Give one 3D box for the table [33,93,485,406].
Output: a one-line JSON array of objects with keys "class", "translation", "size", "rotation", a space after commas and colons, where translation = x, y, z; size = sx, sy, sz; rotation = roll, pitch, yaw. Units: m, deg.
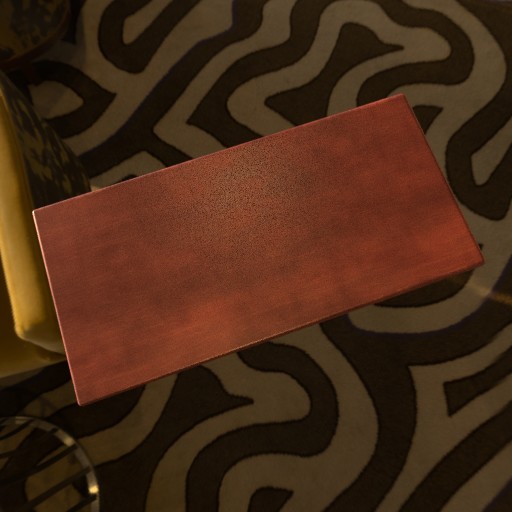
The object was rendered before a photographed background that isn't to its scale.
[{"class": "table", "translation": [0.000, 0.000, 1.489], "size": [1.171, 0.485, 0.580], "rotation": [-19, 77, -5]}]
